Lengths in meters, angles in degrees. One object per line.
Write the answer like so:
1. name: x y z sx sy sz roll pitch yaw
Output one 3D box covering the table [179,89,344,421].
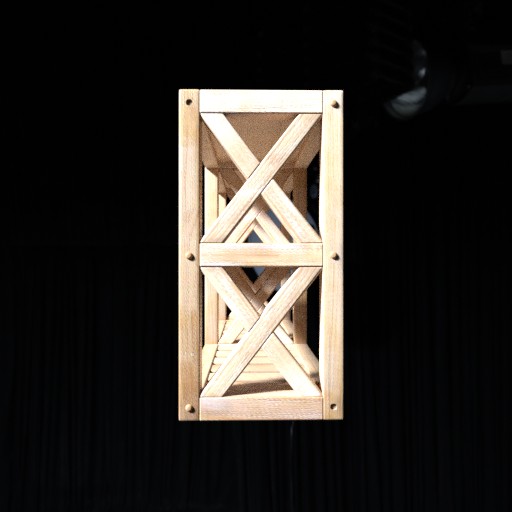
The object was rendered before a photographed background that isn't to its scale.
1. table: 0.000 0.000 1.673 0.381 0.762 1.320 0 0 -1
